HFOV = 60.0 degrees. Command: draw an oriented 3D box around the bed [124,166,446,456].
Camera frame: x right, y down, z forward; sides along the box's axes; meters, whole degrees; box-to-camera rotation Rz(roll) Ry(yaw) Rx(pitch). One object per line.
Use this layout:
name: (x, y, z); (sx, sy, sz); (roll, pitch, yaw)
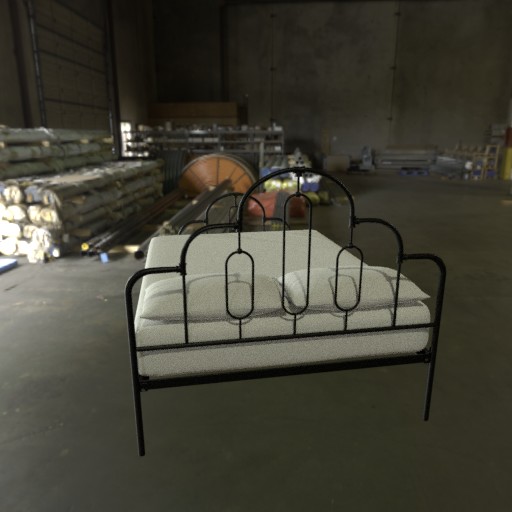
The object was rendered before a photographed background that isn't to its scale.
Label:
bed: (0.000, 0.000, 3.232); (1.626, 1.444, 2.181); (-3, 16, -10)
